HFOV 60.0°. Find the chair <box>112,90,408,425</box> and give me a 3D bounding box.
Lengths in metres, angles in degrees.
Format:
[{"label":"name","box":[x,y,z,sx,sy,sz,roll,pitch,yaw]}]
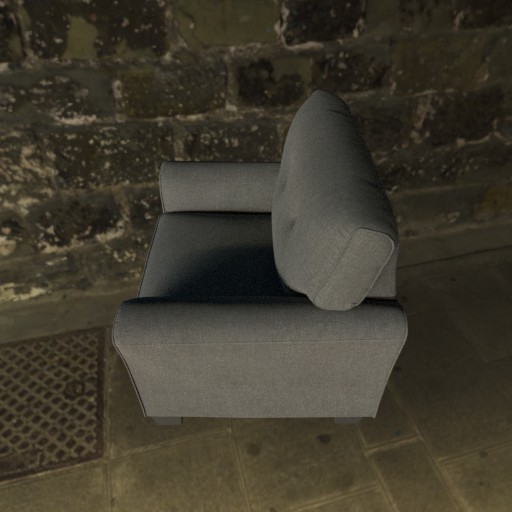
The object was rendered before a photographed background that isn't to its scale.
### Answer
[{"label":"chair","box":[0.000,0.000,1.591,0.816,0.890,0.941,0,41,0]}]
